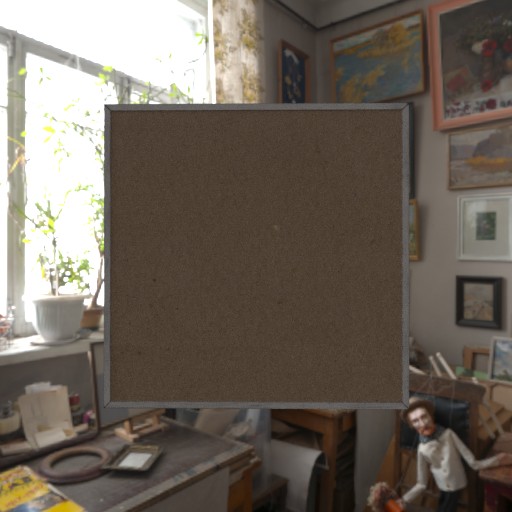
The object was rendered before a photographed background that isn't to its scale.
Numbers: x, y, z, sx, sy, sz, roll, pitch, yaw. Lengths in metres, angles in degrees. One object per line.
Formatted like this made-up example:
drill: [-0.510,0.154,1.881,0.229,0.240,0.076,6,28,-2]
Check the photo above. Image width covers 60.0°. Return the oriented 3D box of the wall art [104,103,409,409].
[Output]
wall art: [0.000,0.000,1.125,0.762,0.762,0.038,0,0,1]
